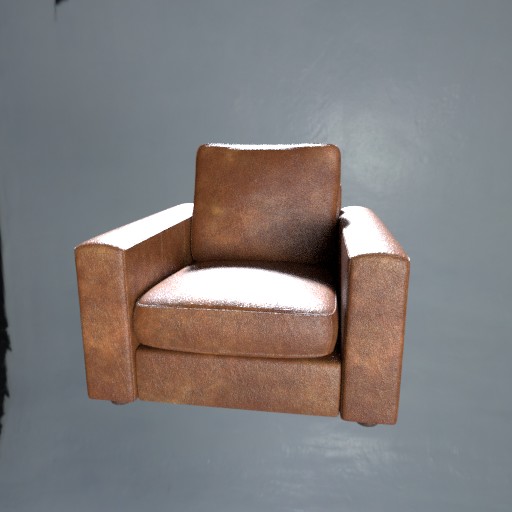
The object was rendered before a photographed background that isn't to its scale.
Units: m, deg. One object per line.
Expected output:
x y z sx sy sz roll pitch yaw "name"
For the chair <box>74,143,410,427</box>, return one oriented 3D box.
0.000 0.000 1.757 1.005 0.873 1.016 2 14 8 "chair"
